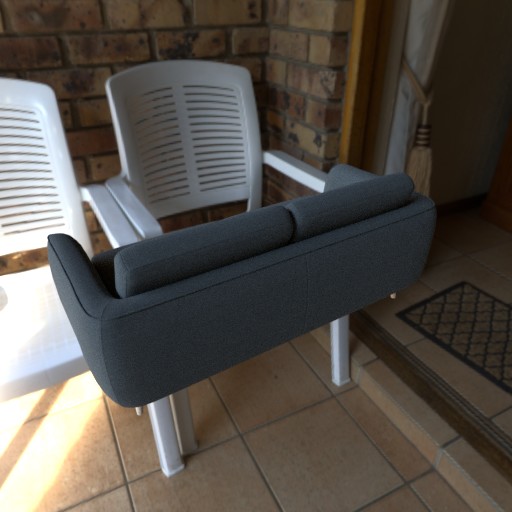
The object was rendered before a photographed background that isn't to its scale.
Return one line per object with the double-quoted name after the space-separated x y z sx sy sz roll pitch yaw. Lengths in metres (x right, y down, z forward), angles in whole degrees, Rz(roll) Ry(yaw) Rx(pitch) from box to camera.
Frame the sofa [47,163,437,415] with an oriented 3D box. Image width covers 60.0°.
0.000 0.000 2.452 2.000 0.850 0.920 -18 36 -27 "sofa"
